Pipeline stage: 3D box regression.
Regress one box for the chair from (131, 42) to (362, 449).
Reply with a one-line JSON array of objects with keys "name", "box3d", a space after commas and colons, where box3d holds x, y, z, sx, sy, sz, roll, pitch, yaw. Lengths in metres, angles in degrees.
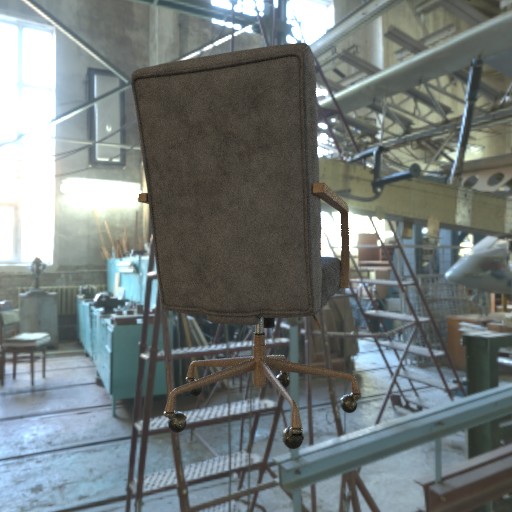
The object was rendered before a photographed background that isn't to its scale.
[{"name": "chair", "box3d": [0.000, 0.000, 1.433, 0.640, 1.029, 0.741, 0, -1, 19]}]
